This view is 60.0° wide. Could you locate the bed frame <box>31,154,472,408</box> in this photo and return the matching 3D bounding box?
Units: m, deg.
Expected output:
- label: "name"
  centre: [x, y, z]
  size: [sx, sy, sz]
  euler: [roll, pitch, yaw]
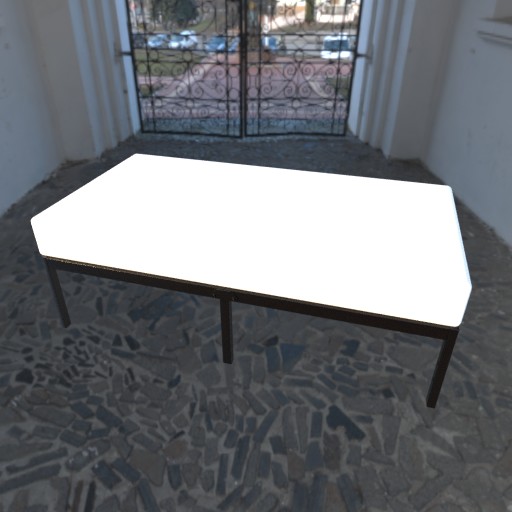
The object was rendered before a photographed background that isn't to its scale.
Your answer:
- label: "bed frame"
  centre: [0.000, 0.000, 2.429]
  size: [1.950, 0.659, 1.023]
  euler: [9, 33, 14]
